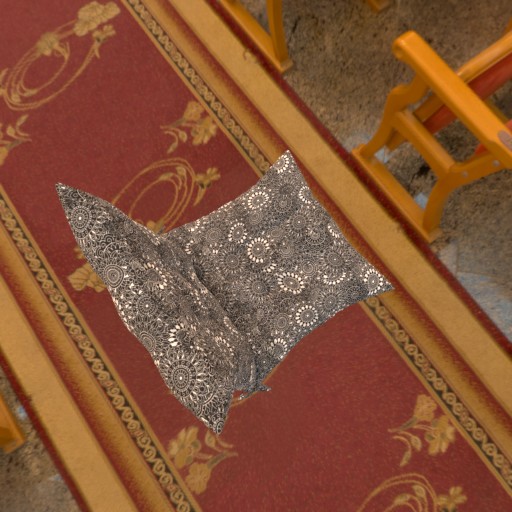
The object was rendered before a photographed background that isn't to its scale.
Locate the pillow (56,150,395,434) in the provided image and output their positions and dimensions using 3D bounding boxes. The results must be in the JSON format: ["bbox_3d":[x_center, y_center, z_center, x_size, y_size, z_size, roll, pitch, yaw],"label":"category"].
[{"bbox_3d":[0.000,0.000,1.010,0.585,0.536,0.541,-34,79,-8],"label":"pillow"}]
